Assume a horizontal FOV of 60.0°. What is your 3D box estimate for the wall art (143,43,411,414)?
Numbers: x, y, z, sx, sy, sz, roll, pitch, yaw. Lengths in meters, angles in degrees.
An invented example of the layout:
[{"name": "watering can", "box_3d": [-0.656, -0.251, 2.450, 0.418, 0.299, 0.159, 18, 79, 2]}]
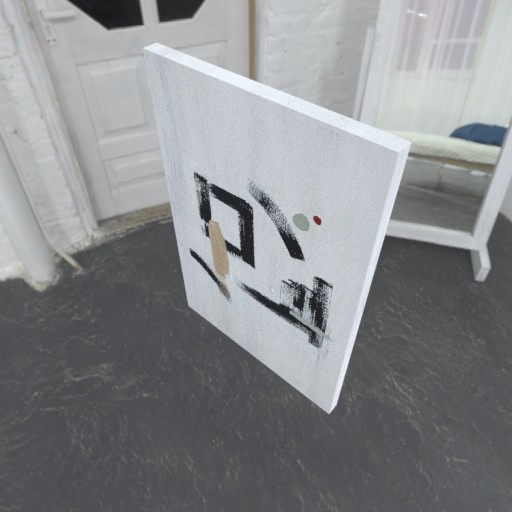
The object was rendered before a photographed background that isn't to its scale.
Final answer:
[{"name": "wall art", "box_3d": [0.000, 0.000, 1.164, 0.624, 0.914, 0.043, 32, 54, 27]}]
